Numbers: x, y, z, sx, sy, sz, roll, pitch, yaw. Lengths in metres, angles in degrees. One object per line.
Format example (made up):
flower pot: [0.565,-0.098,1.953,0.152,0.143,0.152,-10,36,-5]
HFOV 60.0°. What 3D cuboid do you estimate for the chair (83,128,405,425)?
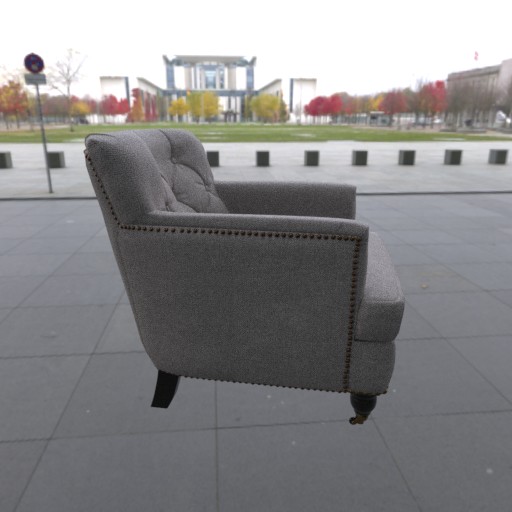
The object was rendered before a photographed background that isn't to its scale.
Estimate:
chair: [0.000,0.000,1.503,0.902,0.823,0.737,3,17,9]
